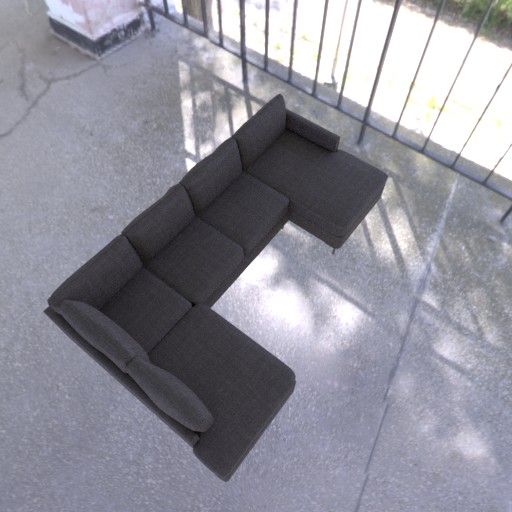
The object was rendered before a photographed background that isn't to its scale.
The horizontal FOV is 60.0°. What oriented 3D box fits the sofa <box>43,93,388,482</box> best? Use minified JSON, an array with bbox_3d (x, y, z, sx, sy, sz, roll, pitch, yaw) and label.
[{"bbox_3d":[0.000,0.000,4.352,2.048,0.999,3.423,34,65,18],"label":"sofa"}]
